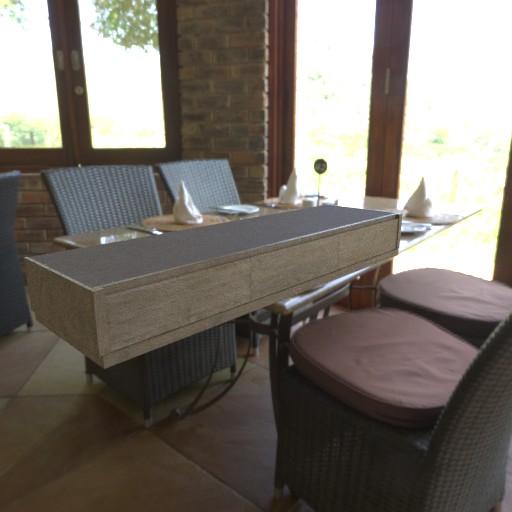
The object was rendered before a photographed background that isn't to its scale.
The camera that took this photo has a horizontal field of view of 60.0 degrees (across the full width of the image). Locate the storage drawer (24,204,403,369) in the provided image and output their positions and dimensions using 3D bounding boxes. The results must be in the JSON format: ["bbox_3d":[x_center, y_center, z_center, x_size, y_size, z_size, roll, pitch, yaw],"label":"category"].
[{"bbox_3d":[0.000,0.000,2.337,0.591,0.274,2.072,14,20,42],"label":"storage drawer"}]
